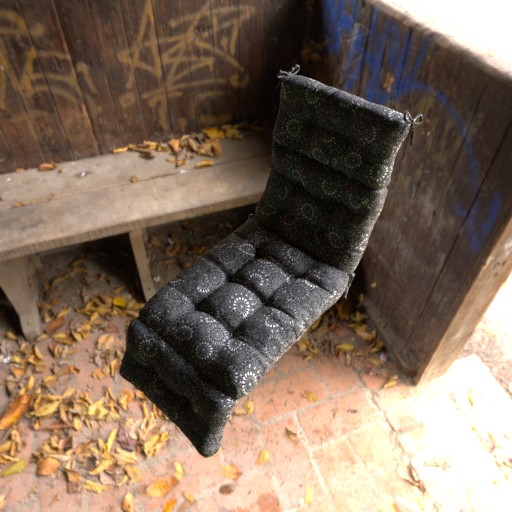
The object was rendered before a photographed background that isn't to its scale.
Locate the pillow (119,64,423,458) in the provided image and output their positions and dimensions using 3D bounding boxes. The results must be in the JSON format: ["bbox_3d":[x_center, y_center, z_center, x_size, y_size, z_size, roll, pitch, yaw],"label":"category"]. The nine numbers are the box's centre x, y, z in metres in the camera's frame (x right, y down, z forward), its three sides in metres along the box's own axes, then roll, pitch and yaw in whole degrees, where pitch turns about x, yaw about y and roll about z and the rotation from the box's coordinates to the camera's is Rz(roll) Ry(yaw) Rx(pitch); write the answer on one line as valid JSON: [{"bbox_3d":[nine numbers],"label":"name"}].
[{"bbox_3d":[0.000,0.000,1.505,0.526,0.863,1.016,33,55,27],"label":"pillow"}]
